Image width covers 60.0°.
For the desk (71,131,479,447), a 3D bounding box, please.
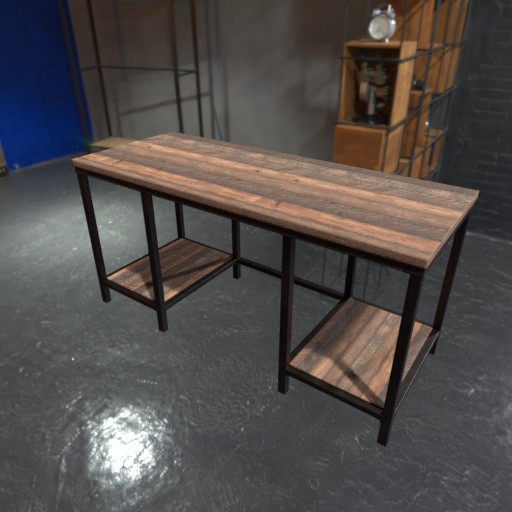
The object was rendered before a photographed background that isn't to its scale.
[{"bbox_3d":[0.000,0.000,1.952,1.538,0.753,0.617,19,34,30],"label":"desk"}]
